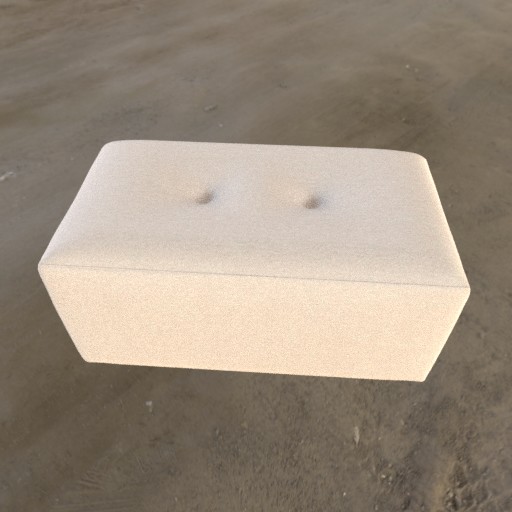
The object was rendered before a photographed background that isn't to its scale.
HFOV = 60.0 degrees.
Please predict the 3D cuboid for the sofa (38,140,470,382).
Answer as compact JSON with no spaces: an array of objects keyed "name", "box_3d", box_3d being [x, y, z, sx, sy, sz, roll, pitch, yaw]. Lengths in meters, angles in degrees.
[{"name":"sofa","box_3d":[0.000,0.000,1.199,0.930,0.470,0.480,3,47,3]}]
